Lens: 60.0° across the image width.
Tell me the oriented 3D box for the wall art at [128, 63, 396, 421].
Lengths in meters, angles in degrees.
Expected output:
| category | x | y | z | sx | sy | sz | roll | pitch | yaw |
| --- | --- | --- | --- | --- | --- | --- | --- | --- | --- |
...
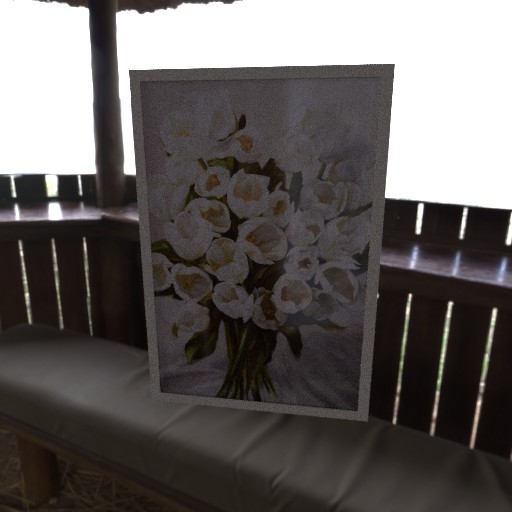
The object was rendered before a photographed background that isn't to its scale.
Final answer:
| category | x | y | z | sx | sy | sz | roll | pitch | yaw |
| --- | --- | --- | --- | --- | --- | --- | --- | --- | --- |
| wall art | 0.000 | 0.000 | 1.218 | 0.660 | 0.965 | 0.015 | 3 | 16 | 9 |
